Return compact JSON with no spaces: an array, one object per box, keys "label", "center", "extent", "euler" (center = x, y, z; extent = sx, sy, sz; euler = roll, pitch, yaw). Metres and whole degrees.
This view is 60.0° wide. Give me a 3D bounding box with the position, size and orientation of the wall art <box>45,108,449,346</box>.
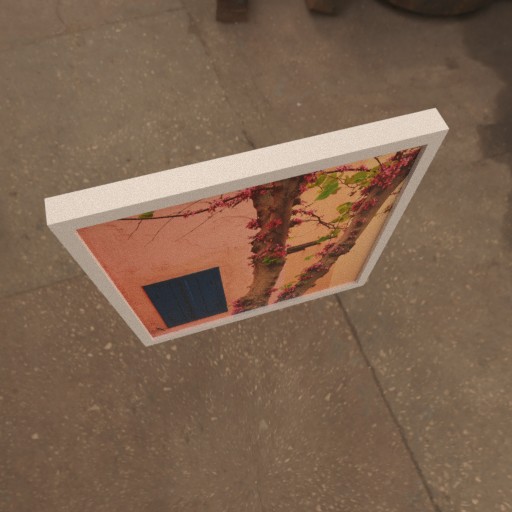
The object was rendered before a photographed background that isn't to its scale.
[{"label":"wall art","center":[0.000,0.000,0.772],"extent":[0.507,0.508,0.038],"euler":[-15,64,-7]}]
